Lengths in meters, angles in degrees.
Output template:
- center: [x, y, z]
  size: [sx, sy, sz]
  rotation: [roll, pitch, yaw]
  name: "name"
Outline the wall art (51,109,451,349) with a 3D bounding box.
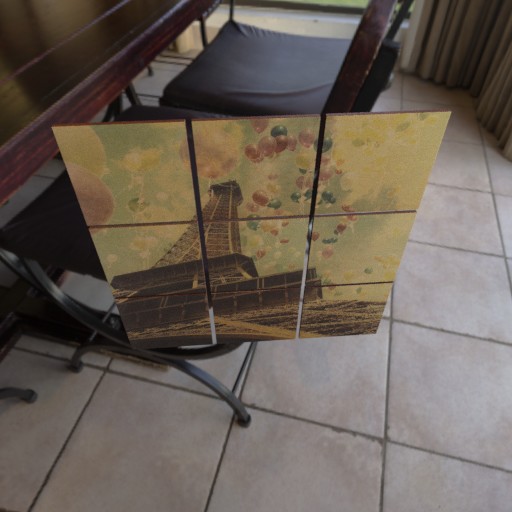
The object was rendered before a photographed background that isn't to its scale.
- center: [0.000, 0.000, 1.839]
  size: [1.256, 1.246, 0.017]
  rotation: [-3, 46, -3]
  name: "wall art"
